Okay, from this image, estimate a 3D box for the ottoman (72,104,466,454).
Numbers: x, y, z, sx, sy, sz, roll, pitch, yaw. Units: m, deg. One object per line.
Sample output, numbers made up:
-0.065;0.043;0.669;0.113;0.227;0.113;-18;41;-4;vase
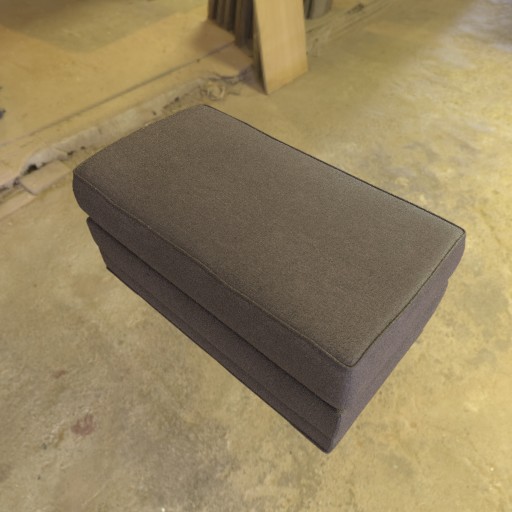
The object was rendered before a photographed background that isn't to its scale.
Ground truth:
0.000;0.000;1.160;0.864;0.448;0.490;33;55;27;ottoman
